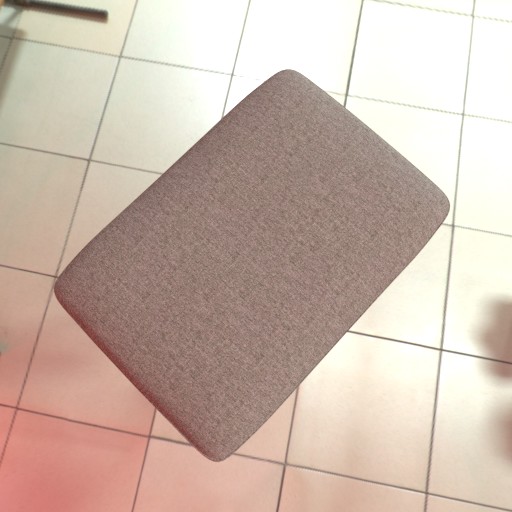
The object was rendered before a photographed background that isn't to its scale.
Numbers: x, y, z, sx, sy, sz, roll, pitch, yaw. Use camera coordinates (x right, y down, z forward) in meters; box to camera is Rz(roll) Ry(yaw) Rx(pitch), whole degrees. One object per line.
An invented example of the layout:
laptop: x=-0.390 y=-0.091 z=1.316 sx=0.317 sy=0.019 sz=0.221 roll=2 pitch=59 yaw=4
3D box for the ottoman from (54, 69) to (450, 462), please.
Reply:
ottoman: x=0.000 y=0.000 z=1.360 sx=0.694 sy=0.451 sz=0.977 roll=43 pitch=81 yaw=9
